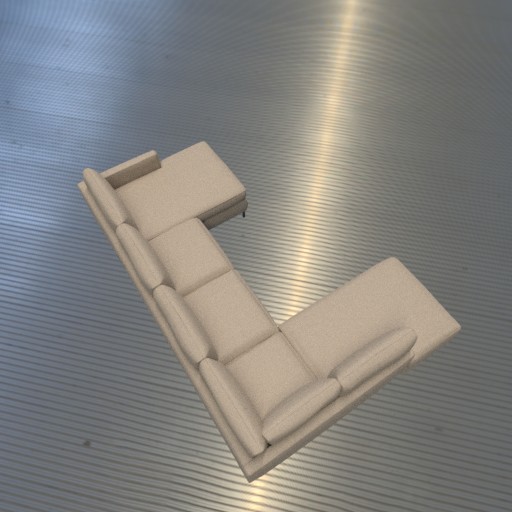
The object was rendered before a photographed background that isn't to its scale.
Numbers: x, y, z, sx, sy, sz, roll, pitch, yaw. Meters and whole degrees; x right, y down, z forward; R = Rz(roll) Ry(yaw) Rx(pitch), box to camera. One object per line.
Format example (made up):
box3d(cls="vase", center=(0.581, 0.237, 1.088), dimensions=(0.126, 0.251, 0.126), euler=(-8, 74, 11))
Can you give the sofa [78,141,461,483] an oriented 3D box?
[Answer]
box3d(cls="sofa", center=(0.000, 0.000, 3.589), dimensions=(1.879, 0.756, 2.737), euler=(-29, 63, -17))
